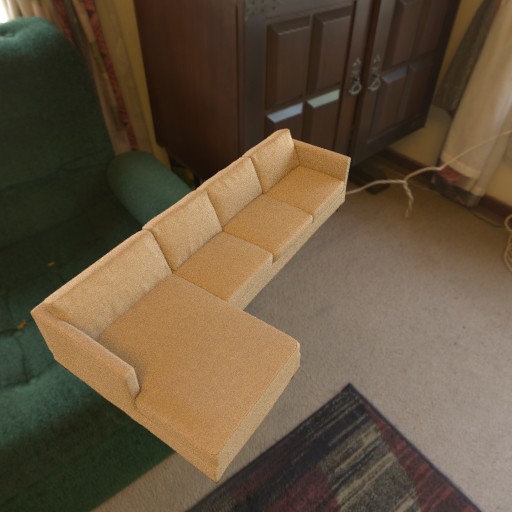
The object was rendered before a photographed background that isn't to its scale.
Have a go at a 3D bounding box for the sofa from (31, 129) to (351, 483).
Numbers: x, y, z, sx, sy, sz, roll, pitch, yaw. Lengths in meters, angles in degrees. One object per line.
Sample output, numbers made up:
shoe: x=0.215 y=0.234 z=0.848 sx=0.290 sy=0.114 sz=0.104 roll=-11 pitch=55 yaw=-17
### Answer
sofa: x=0.000 y=0.000 z=3.849 sx=1.625 sy=0.846 sz=3.186 roll=25 pitch=48 yaw=25
